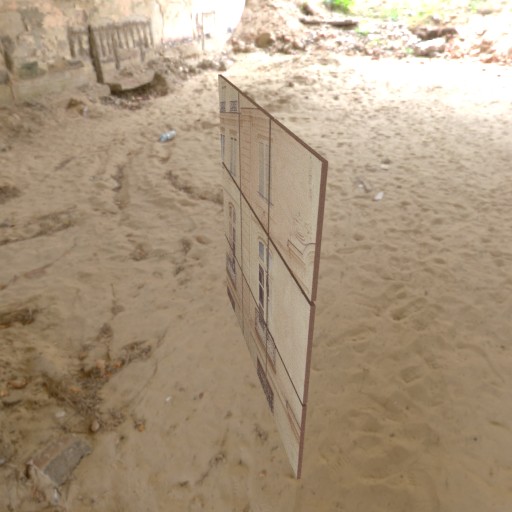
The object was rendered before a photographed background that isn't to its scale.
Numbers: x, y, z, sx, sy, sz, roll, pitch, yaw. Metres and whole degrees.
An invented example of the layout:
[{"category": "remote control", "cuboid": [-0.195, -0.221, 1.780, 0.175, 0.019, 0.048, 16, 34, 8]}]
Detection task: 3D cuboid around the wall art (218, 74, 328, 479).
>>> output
[{"category": "wall art", "cuboid": [0.000, 0.000, 1.829, 0.024, 1.218, 1.221, -8, 32, -13]}]
